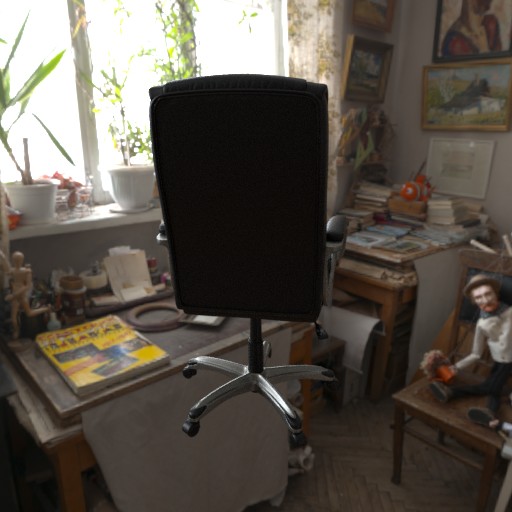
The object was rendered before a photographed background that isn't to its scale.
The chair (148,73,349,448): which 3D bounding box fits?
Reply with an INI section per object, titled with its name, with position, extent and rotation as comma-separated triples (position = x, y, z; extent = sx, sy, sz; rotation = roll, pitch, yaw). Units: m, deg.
[chair]
position = 0.000, 0.000, 1.598
extent = 0.663, 1.155, 0.739
rotation = 3, 16, 9
